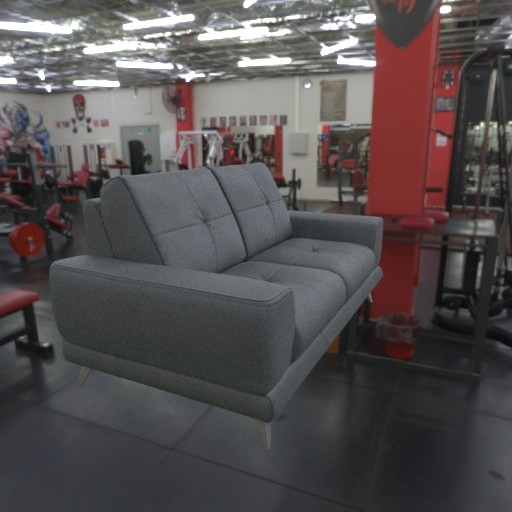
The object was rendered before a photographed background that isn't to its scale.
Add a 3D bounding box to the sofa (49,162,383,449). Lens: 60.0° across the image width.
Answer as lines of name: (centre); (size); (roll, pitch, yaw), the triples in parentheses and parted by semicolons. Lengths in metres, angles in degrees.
sofa: (0.000, 0.000, 2.333); (1.018, 0.907, 1.806); (7, 16, 26)
